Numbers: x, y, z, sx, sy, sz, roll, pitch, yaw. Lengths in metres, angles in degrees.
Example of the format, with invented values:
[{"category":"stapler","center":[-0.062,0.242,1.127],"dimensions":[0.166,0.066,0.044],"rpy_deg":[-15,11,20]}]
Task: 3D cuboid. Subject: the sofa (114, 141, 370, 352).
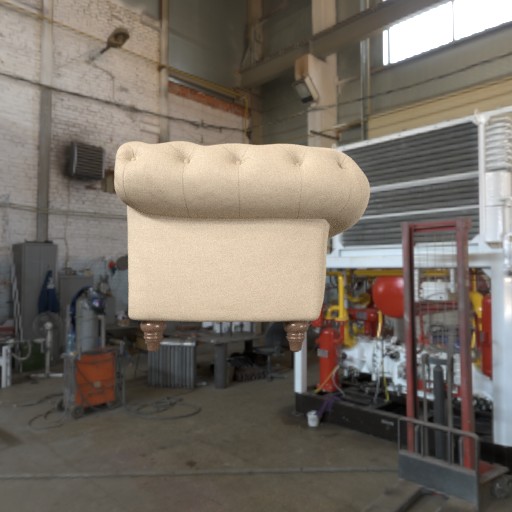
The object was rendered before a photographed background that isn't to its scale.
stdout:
[{"category":"sofa","center":[0.000,0.000,2.576],"dimensions":[1.069,0.835,1.988],"rpy_deg":[0,-2,0]}]
